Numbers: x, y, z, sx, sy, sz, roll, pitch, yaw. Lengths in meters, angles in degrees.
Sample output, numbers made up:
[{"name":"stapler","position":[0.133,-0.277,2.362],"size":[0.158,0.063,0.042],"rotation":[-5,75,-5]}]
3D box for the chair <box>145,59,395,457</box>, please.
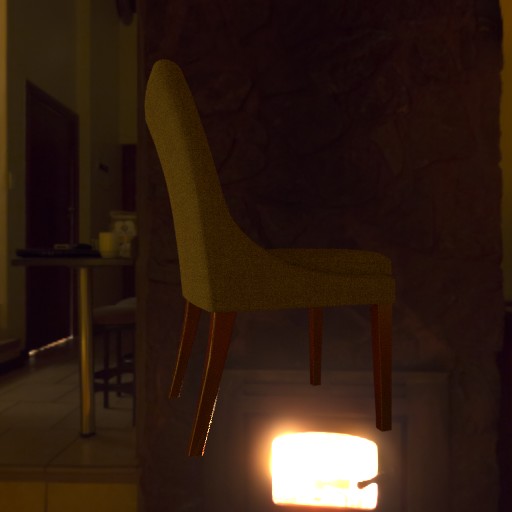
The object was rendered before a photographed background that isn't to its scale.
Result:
[{"name":"chair","position":[0.000,0.000,1.348],"size":[0.655,0.952,0.508],"rotation":[0,0,-17]}]
